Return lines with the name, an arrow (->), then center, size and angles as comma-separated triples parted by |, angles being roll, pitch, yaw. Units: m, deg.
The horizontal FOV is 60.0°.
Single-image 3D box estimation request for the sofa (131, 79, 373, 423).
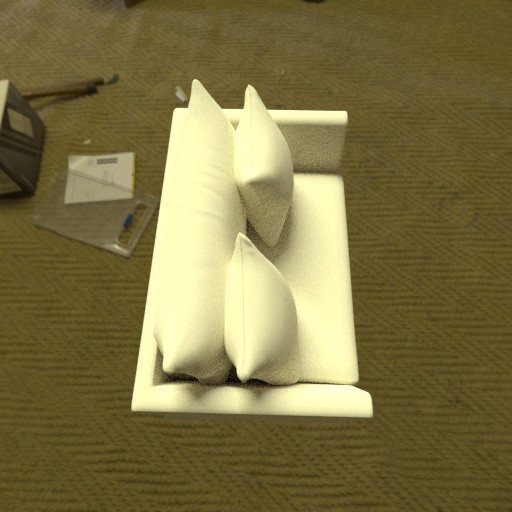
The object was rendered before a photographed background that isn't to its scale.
sofa -> 0.000, 0.000, 2.290 | 1.026, 1.039, 1.608 | 1, 64, 1
